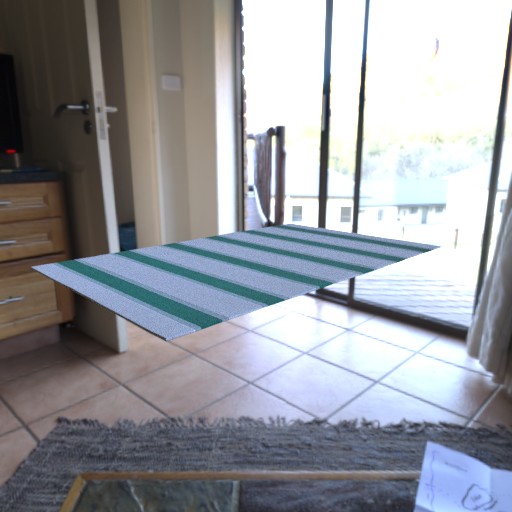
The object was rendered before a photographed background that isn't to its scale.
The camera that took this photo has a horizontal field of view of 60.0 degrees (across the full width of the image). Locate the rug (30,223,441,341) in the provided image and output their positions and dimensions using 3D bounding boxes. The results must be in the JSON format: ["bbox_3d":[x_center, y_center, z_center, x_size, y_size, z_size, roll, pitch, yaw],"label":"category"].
[{"bbox_3d":[0.000,0.000,3.046,2.436,0.015,1.521,-13,18,-43],"label":"rug"}]
